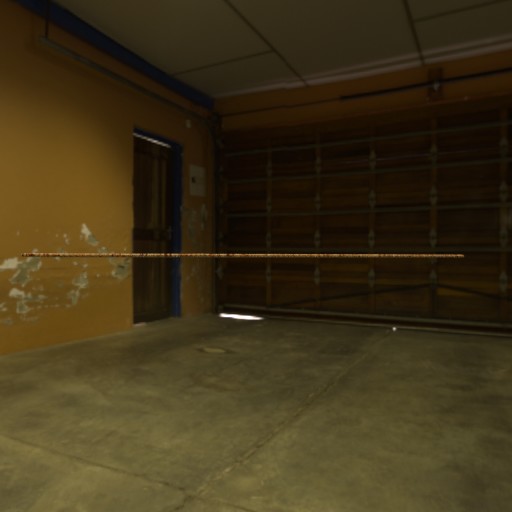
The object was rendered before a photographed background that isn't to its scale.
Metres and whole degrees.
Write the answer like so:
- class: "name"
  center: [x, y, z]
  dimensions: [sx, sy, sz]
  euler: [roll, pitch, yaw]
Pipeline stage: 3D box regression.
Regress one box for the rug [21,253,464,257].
- class: "rug"
  center: [0.000, 0.000, 2.481]
  dimensions: [2.237, 0.014, 0.680]
  euler: [0, 0, -17]
